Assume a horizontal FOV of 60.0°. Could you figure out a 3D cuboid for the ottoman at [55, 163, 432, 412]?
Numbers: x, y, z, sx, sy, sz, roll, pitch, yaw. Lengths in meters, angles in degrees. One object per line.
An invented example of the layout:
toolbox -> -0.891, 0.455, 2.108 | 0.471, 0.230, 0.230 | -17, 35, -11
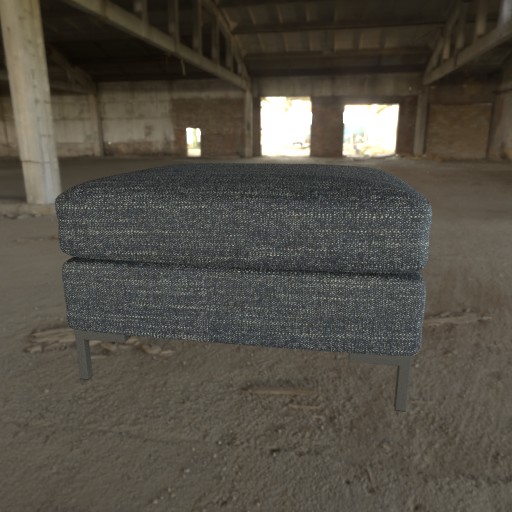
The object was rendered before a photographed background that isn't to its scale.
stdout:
ottoman -> 0.000, 0.000, 1.242 | 0.814, 0.491, 0.667 | 3, 16, 10
